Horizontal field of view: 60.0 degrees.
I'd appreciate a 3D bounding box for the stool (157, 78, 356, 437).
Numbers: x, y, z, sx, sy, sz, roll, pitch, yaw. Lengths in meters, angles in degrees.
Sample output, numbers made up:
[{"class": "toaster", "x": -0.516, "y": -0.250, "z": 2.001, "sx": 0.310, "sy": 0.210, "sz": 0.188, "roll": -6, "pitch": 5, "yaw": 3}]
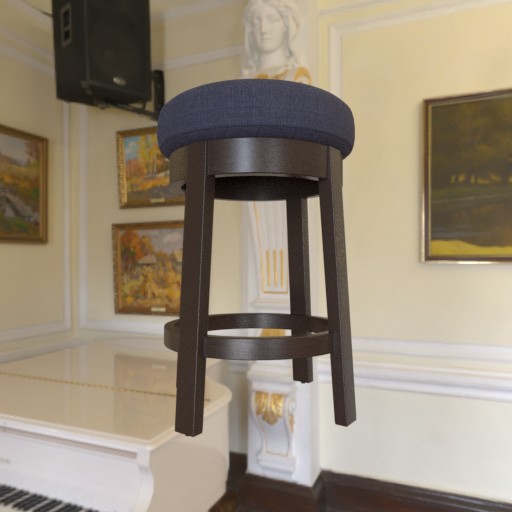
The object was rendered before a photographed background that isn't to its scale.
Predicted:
[{"class": "stool", "x": 0.000, "y": 0.000, "z": 0.981, "sx": 0.449, "sy": 0.655, "sz": 0.449, "roll": 0, "pitch": -1, "yaw": 0}]
